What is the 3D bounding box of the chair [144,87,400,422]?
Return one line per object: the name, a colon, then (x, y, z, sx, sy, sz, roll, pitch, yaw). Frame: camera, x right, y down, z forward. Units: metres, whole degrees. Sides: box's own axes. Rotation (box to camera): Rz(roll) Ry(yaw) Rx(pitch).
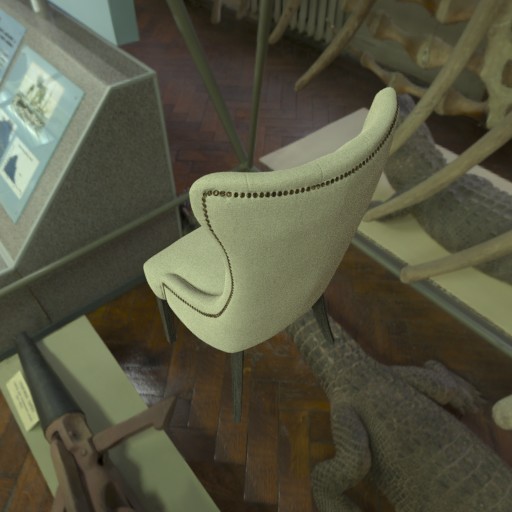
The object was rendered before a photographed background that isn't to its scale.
chair: (0.000, 0.000, 1.391, 0.584, 1.065, 0.590, -32, 54, -27)
